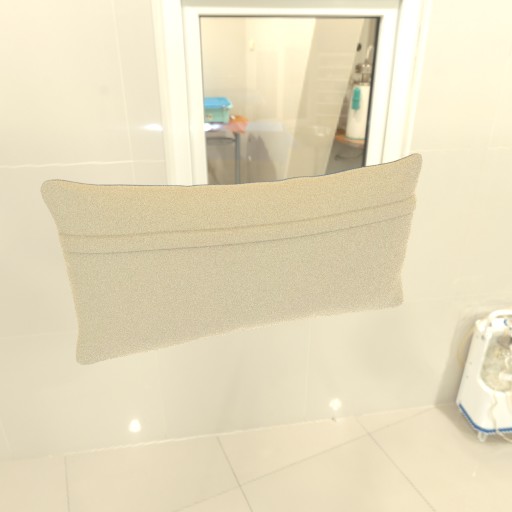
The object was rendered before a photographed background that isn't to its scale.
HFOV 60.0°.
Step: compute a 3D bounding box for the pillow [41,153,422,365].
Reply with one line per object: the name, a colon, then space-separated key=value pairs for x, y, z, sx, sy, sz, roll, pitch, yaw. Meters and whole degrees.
pillow: x=0.000 y=0.000 z=0.732 sx=0.604 sy=0.307 sz=0.148 roll=-8 pitch=27 yaw=-16
